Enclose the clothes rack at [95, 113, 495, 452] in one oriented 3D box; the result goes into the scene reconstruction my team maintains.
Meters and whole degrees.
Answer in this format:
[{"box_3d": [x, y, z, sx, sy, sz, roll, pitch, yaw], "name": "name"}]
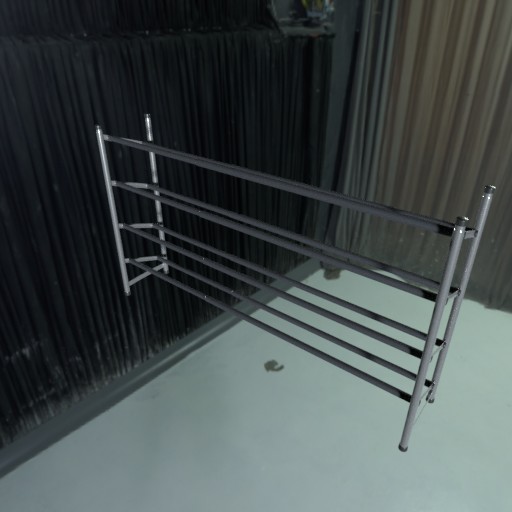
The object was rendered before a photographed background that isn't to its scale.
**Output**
[{"box_3d": [0.000, 0.000, 1.376, 1.168, 0.672, 0.229, 22, 37, 32], "name": "clothes rack"}]
